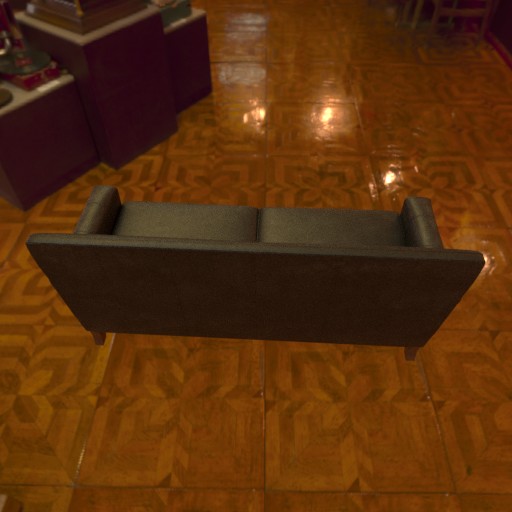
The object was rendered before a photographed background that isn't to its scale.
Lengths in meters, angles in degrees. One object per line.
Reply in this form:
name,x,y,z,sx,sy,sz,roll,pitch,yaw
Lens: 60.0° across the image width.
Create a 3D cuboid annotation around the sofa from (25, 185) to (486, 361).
sofa,0.000,0.000,2.547,2.053,0.947,0.805,2,48,2
